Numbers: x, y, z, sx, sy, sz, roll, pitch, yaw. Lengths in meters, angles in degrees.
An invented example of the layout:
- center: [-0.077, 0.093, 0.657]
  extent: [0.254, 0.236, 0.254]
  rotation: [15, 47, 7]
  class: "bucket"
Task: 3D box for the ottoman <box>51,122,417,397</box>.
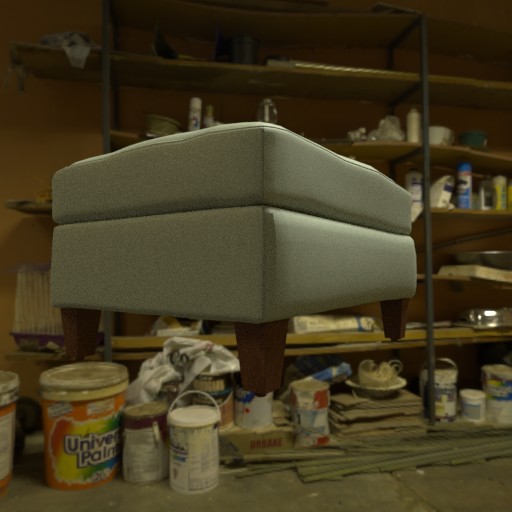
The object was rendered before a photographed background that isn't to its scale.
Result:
- center: [0.000, 0.000, 1.179]
  extent: [0.634, 0.496, 0.818]
  rotation: [-1, -2, 35]
  class: "ottoman"
